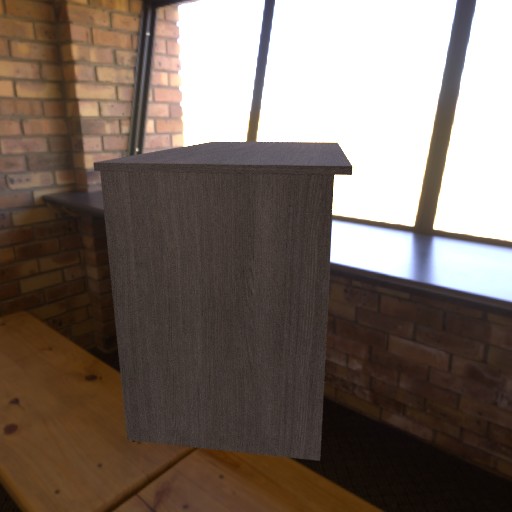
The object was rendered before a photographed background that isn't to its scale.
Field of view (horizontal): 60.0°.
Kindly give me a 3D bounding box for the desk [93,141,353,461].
[{"bbox_3d":[0.000,0.000,1.561,0.560,0.735,1.097,2,17,8],"label":"desk"}]
